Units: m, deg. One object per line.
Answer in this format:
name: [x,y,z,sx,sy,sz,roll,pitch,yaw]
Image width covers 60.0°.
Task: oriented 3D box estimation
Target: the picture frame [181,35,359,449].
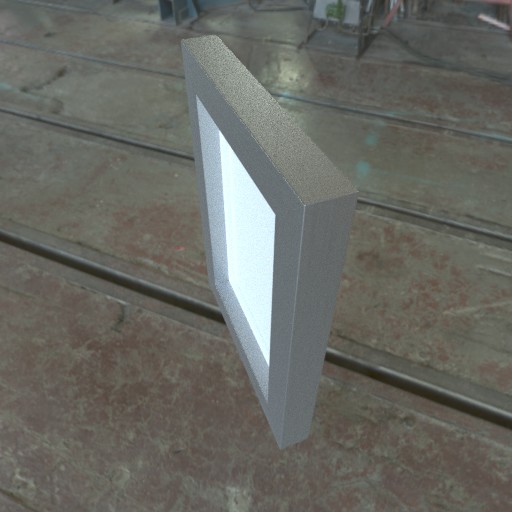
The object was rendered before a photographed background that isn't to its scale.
picture frame: [0.000,0.000,0.275,0.028,0.208,0.157,-16,48,-15]
